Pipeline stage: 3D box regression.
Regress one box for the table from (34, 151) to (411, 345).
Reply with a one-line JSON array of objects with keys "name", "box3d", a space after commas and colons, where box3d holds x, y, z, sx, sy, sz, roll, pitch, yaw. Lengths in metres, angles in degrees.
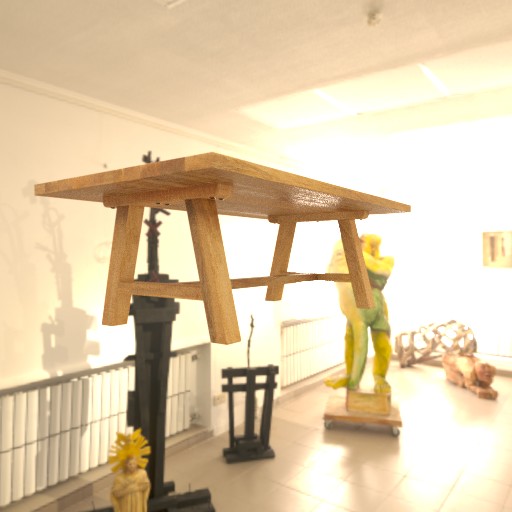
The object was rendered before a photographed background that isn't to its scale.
[{"name": "table", "box3d": [0.000, 0.000, 1.700, 0.760, 0.455, 1.320, 0, 0, 37]}]
